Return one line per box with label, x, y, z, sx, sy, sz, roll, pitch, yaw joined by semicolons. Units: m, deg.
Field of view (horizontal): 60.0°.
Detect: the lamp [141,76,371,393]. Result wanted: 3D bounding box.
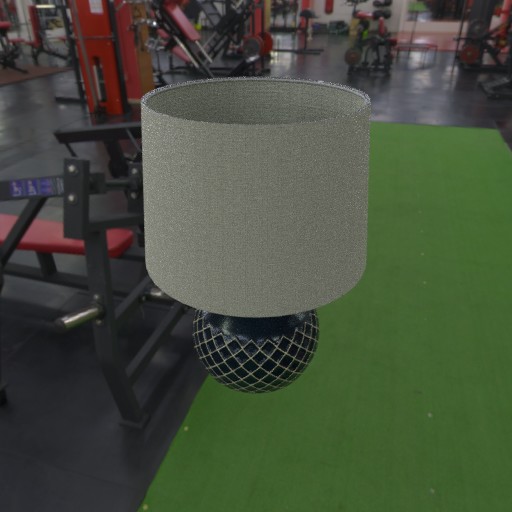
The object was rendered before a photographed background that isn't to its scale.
lamp;0.000;0.000;0.778;0.376;0.540;0.376;0;31;0
